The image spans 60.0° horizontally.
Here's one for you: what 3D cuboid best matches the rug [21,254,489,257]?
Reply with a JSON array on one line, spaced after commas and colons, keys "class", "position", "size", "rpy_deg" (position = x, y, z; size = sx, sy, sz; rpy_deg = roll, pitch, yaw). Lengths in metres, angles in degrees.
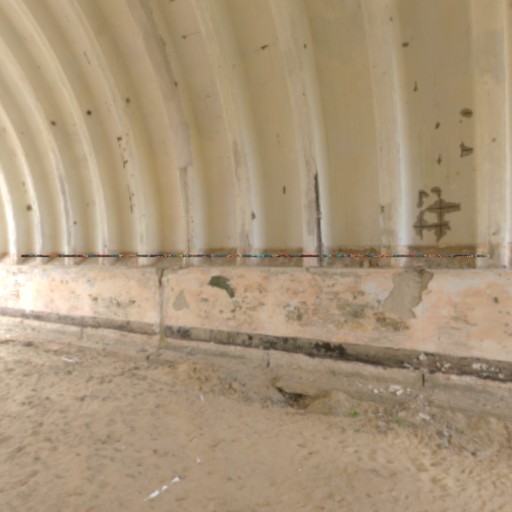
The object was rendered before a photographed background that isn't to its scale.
[{"class": "rug", "position": [0.000, 0.000, 2.482], "size": [2.286, 0.013, 0.686], "rpy_deg": [0, 0, -1]}]
